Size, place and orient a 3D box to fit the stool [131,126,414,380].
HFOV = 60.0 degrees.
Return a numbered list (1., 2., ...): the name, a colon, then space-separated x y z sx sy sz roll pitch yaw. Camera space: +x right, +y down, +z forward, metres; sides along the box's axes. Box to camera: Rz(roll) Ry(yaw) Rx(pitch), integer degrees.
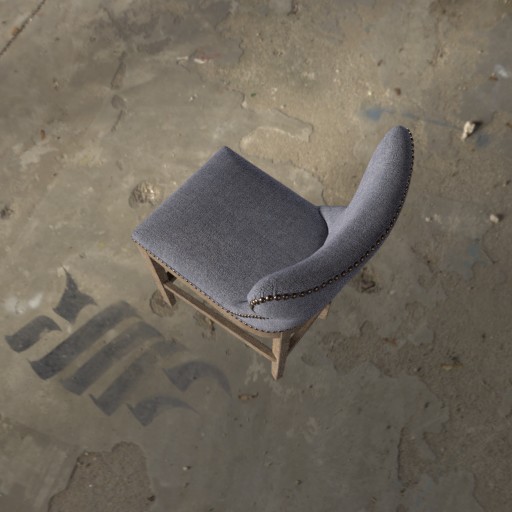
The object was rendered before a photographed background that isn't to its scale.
1. stool: 0.000 0.000 1.313 0.608 0.981 0.498 36 69 16
